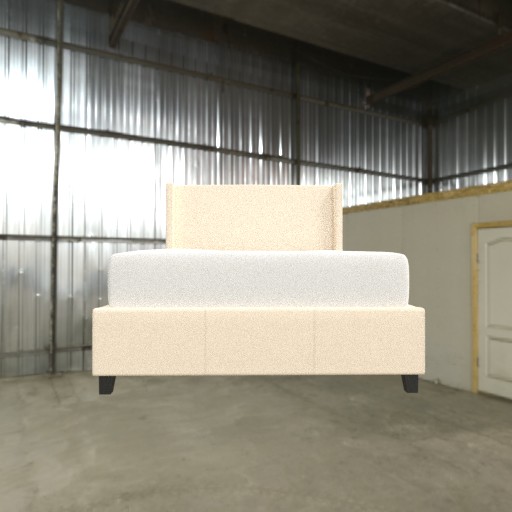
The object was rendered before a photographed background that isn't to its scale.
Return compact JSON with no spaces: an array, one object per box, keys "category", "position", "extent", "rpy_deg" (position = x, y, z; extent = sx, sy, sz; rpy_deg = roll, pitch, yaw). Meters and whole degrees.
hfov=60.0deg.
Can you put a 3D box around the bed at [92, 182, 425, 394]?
[{"category":"bed","position":[0.000,0.000,3.472],"extent":[1.765,1.471,2.280],"rpy_deg":[0,0,-1]}]
